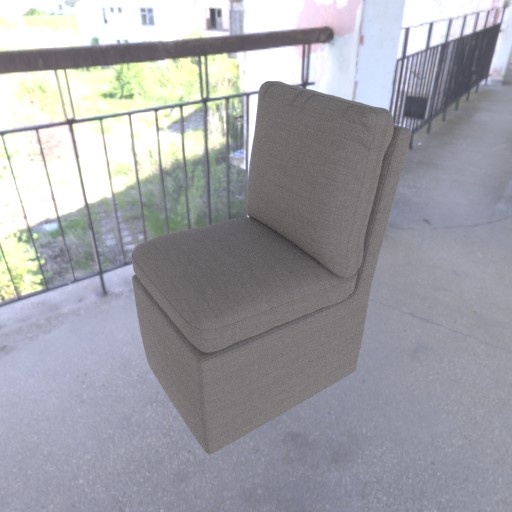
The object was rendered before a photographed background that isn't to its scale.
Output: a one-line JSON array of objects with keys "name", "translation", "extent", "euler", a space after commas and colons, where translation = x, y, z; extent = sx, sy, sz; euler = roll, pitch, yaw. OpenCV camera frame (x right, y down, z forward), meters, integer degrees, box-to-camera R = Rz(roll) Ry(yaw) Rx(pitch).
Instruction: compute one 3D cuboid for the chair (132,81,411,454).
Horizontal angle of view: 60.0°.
[{"name": "chair", "translation": [0.000, 0.000, 1.379], "extent": [0.698, 0.927, 0.503], "euler": [-19, 36, -29]}]
